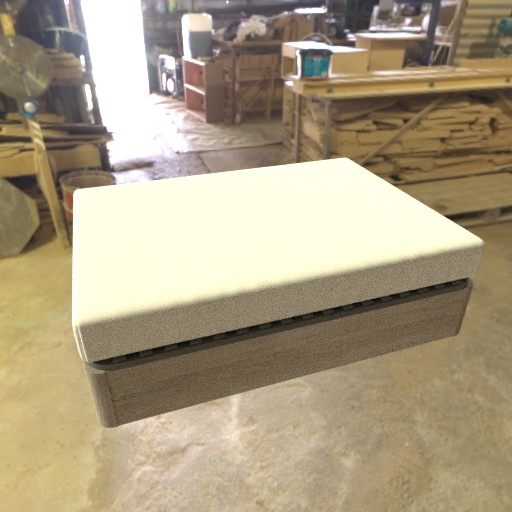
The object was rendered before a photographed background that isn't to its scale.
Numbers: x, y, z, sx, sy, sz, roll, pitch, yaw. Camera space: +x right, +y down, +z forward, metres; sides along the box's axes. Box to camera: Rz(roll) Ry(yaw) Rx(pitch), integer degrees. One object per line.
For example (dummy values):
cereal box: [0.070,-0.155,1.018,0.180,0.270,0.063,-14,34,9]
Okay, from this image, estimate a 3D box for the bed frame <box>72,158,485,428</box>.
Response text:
bed frame: [0.000,0.000,2.548,1.900,0.561,1.400,-10,32,-17]
